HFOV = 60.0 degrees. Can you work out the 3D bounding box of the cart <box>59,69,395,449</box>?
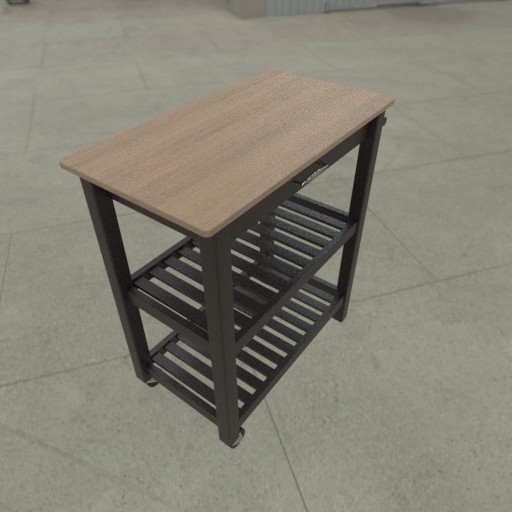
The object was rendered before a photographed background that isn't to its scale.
[{"bbox_3d":[0.000,0.000,1.470,0.457,0.927,0.899,26,46,28],"label":"cart"}]
